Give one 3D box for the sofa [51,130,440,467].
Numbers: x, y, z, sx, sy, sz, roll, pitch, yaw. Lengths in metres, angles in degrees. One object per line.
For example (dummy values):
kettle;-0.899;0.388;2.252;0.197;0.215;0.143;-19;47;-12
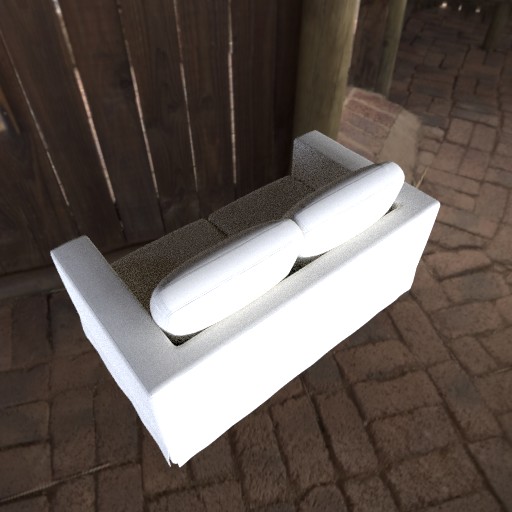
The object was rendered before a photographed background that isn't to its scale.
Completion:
sofa;0.000;0.000;2.419;1.813;0.932;1.009;-30;53;-26
